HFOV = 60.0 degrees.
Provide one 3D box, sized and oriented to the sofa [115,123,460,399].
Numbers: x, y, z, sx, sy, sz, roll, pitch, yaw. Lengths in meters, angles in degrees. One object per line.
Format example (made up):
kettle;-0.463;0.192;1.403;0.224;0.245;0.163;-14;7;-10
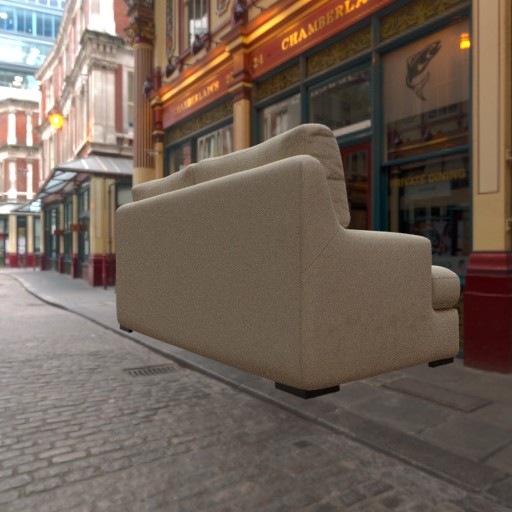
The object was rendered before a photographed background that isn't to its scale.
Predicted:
sofa;0.000;0.000;2.454;0.962;0.967;1.885;0;0;-36
